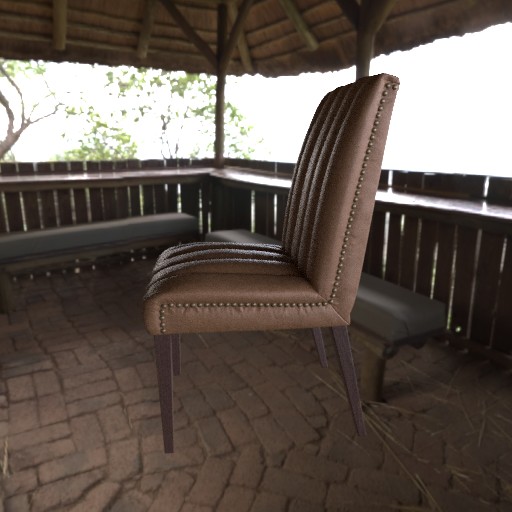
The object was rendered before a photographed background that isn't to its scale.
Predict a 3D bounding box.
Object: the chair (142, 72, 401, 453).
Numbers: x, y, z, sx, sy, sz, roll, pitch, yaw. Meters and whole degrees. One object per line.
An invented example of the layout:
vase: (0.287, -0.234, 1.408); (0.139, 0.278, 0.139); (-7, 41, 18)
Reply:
chair: (0.000, 0.000, 1.366); (0.647, 1.016, 0.511); (-2, 15, -7)
